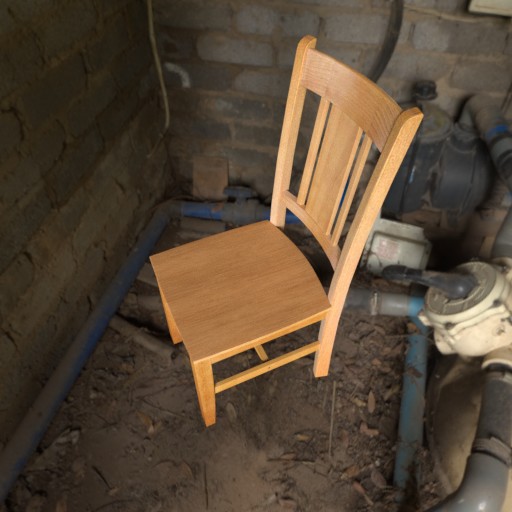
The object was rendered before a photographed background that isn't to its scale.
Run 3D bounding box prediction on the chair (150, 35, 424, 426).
[{"bbox_3d":[0.000,0.000,1.285,0.556,0.998,0.450,-19,49,-17],"label":"chair"}]
